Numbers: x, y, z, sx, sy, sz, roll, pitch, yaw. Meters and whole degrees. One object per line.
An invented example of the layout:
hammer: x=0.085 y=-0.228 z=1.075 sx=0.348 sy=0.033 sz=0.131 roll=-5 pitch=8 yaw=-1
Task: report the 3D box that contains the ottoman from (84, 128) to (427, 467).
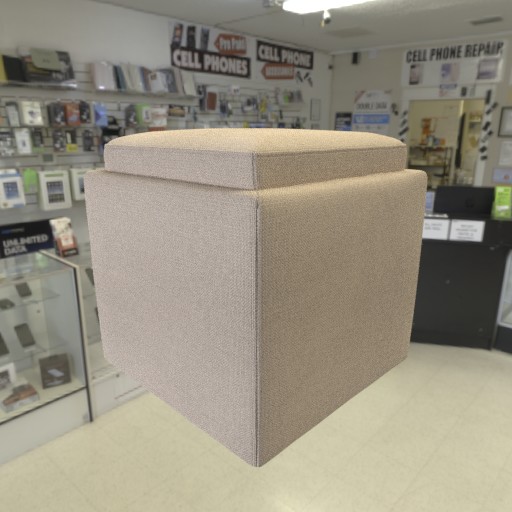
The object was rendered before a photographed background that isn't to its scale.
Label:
ottoman: x=0.000 y=0.000 z=0.831 sx=0.450 sy=0.460 sz=0.451 roll=15 pitch=22 yaw=43
